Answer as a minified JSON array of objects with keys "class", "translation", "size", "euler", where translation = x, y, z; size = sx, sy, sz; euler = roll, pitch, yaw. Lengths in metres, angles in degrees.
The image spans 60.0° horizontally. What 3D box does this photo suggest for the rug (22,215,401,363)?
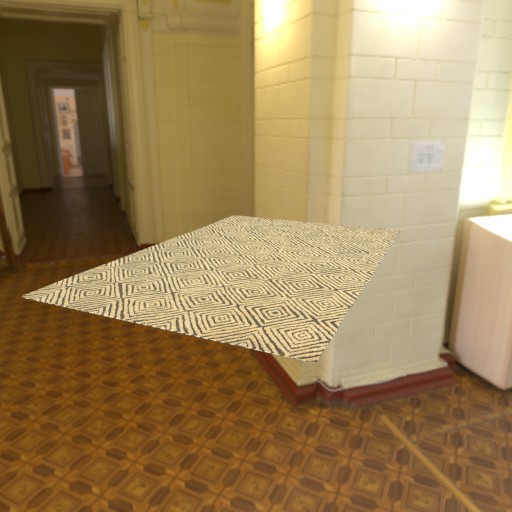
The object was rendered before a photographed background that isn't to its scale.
[{"class":"rug","translation":[0.000,0.000,2.216],"size":[1.177,0.004,1.750],"euler":[7,18,24]}]
